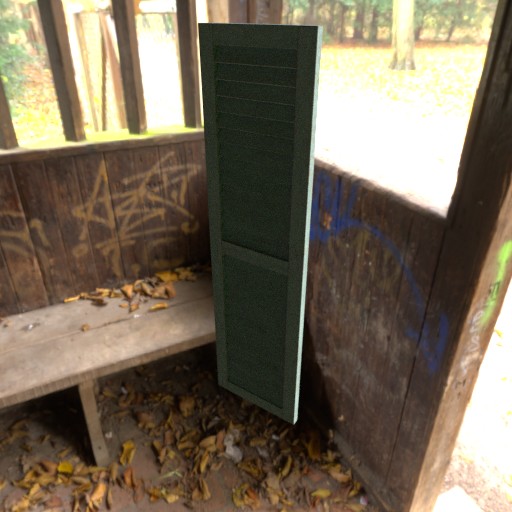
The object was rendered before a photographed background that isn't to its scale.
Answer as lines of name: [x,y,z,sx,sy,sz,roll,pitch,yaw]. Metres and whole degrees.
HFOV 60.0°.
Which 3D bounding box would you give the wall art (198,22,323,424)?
wall art: [0.000,0.000,1.314,0.329,1.219,0.025,18,34,29]
